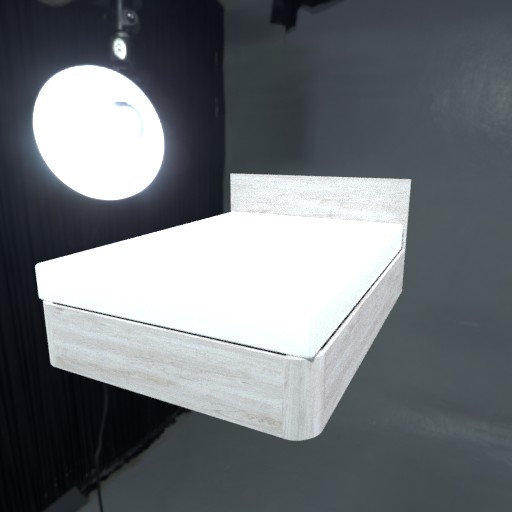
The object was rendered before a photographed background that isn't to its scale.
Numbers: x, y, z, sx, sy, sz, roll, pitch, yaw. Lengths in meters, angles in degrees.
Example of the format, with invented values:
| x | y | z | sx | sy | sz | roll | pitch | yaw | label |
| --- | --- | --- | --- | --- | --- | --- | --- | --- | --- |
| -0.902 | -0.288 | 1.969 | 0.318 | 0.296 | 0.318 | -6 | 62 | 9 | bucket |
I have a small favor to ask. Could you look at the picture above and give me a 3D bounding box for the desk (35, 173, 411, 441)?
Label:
| x | y | z | sx | sy | sz | roll | pitch | yaw | label |
| --- | --- | --- | --- | --- | --- | --- | --- | --- | --- |
| 0.000 | 0.000 | 2.582 | 1.400 | 0.800 | 1.900 | 7 | 16 | 26 | desk |
